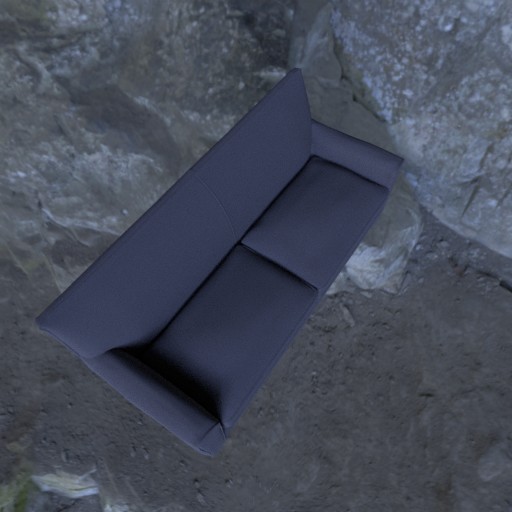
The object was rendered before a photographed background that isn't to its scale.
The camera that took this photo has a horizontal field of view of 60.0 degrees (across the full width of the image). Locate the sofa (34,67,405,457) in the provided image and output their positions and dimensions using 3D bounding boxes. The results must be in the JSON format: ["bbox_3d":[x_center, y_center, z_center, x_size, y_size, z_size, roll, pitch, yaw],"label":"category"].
[{"bbox_3d":[0.000,0.000,2.481,0.843,0.907,2.002,31,64,17],"label":"sofa"}]
